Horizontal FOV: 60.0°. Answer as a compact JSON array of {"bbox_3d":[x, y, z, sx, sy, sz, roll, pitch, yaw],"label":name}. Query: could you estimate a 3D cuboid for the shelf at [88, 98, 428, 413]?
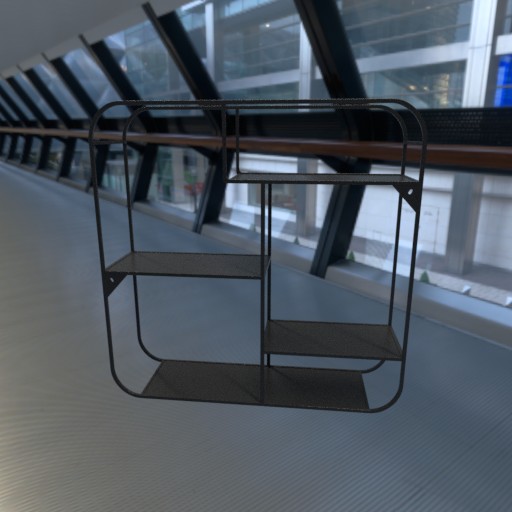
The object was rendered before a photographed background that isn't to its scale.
[{"bbox_3d":[0.000,0.000,0.917,0.600,0.600,0.160,2,15,6],"label":"shelf"}]
